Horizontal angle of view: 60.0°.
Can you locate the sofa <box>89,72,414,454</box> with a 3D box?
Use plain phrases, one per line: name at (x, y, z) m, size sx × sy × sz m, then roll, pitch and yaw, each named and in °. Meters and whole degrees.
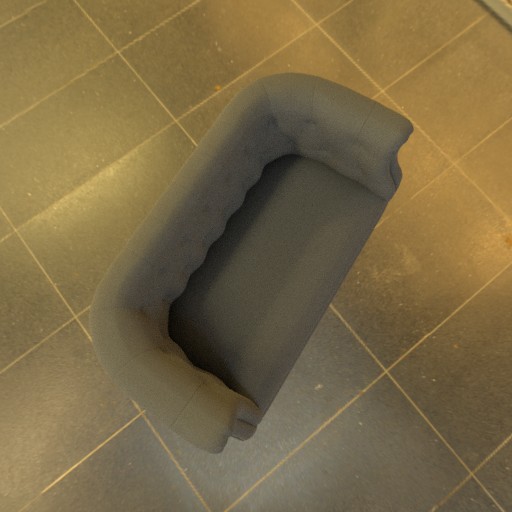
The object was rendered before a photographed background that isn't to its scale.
sofa at (0.000, 0.000, 2.082) m, size 0.835 × 0.827 × 1.558 m, roll 31°, pitch 78°, yaw 8°
